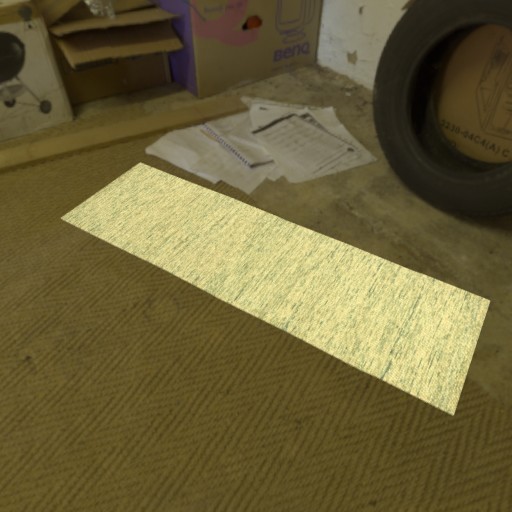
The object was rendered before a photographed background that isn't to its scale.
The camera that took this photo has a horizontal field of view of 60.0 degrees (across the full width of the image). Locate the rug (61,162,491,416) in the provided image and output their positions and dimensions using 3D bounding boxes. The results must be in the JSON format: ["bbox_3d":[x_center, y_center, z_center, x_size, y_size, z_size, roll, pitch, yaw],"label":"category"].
[{"bbox_3d":[0.000,0.000,2.399,2.290,0.014,0.700,24,50,22],"label":"rug"}]
